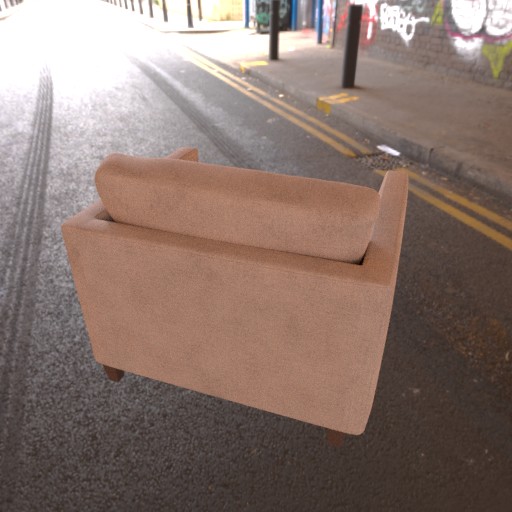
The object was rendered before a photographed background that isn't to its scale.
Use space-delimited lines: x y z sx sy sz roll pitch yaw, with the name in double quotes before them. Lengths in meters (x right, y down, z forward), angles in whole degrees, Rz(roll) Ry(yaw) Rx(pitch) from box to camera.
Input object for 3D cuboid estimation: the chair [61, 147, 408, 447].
"chair" 0.000 0.000 1.873 1.133 0.961 0.959 10 33 16
